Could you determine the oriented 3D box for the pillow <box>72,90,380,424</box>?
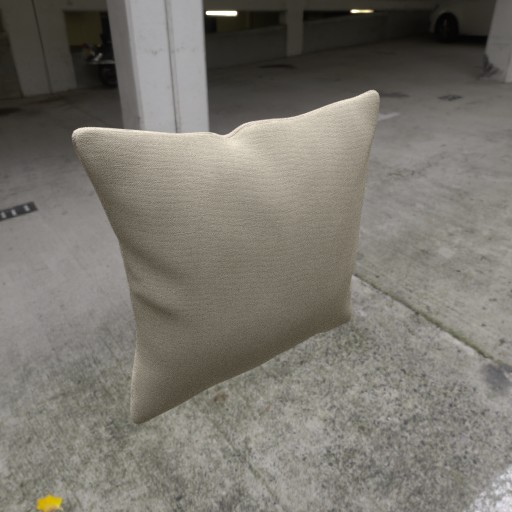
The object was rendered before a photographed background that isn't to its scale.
[{"bbox_3d":[0.000,0.000,0.641,0.437,0.420,0.162,-19,34,-30],"label":"pillow"}]
